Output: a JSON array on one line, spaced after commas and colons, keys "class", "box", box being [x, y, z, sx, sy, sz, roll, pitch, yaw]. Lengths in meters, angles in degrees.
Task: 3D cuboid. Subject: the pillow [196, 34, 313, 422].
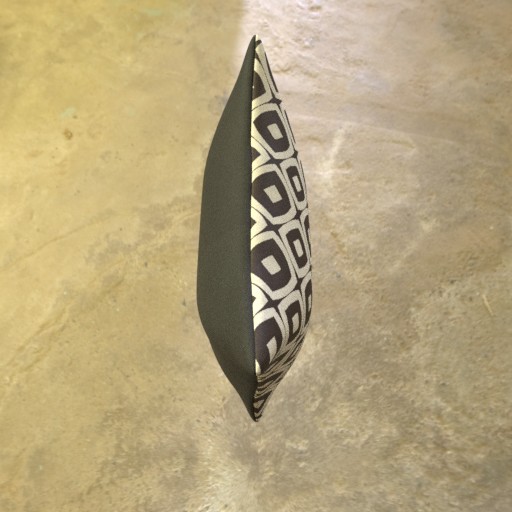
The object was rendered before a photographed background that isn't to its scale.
[{"class": "pillow", "box": [0.000, 0.000, 0.778, 0.188, 0.494, 0.504, 0, 64, 0]}]
